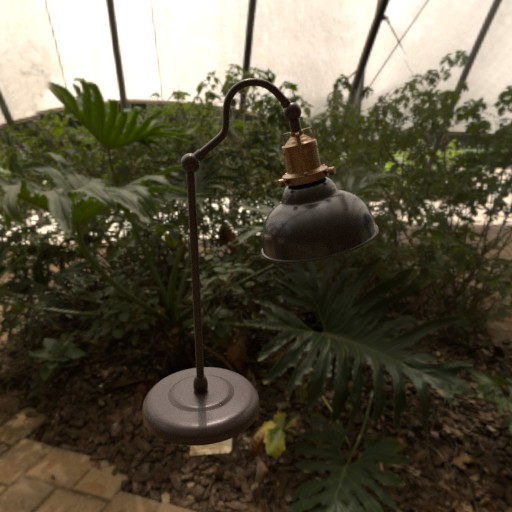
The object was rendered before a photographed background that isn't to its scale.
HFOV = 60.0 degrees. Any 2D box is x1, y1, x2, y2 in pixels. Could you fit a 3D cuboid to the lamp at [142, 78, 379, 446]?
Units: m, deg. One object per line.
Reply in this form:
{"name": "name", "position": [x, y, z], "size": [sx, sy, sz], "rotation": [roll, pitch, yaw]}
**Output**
{"name": "lamp", "position": [0.000, 0.000, 0.679], "size": [0.374, 0.508, 0.192], "rotation": [-3, 16, -9]}
